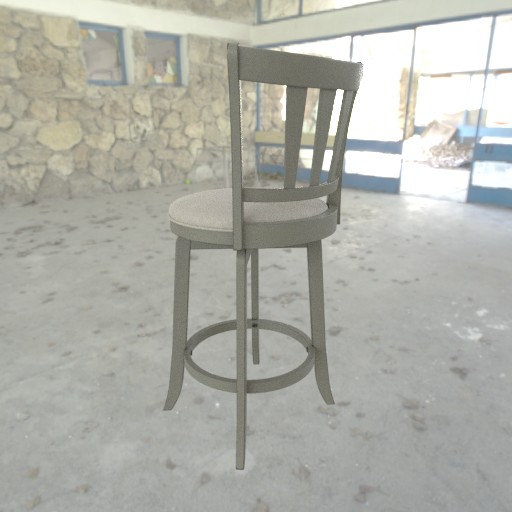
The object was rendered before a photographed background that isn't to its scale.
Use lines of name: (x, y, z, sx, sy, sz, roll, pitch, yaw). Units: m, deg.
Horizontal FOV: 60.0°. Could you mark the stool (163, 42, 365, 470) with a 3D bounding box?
stool: (0.000, 0.000, 1.221, 0.450, 0.994, 0.486, -16, 23, -42)
